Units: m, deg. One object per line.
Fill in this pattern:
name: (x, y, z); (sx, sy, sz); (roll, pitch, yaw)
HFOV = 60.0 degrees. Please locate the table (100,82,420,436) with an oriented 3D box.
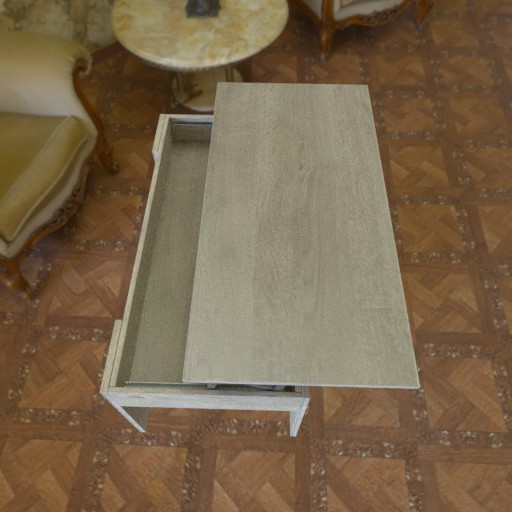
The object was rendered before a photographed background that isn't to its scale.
table: (0.000, 0.000, 1.437); (0.711, 0.570, 1.000); (1, 57, 1)
